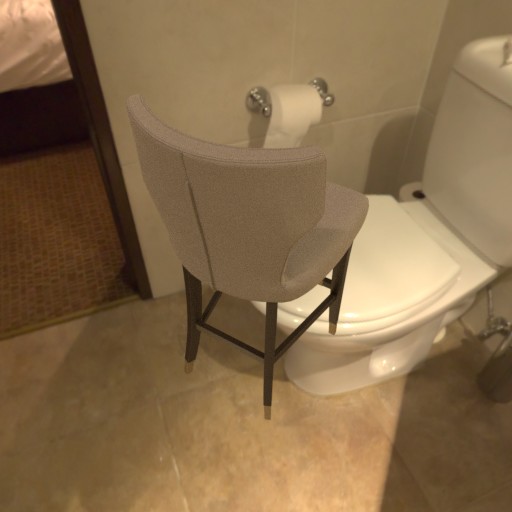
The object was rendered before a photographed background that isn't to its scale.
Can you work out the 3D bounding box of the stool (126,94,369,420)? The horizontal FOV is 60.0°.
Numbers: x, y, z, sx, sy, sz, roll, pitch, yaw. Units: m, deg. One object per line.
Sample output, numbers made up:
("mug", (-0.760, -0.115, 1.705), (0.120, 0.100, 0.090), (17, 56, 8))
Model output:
("stool", (0.000, 0.000, 1.419), (0.526, 1.092, 0.563), (23, 49, 21))
